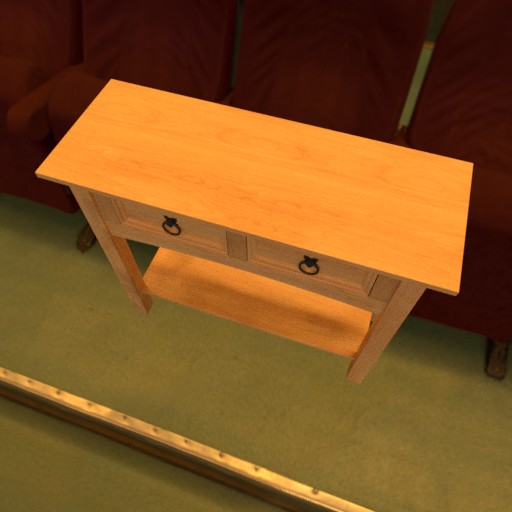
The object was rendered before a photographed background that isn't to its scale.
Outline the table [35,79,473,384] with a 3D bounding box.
[{"bbox_3d":[0.000,0.000,1.278,0.900,0.728,0.340,16,59,10],"label":"table"}]
